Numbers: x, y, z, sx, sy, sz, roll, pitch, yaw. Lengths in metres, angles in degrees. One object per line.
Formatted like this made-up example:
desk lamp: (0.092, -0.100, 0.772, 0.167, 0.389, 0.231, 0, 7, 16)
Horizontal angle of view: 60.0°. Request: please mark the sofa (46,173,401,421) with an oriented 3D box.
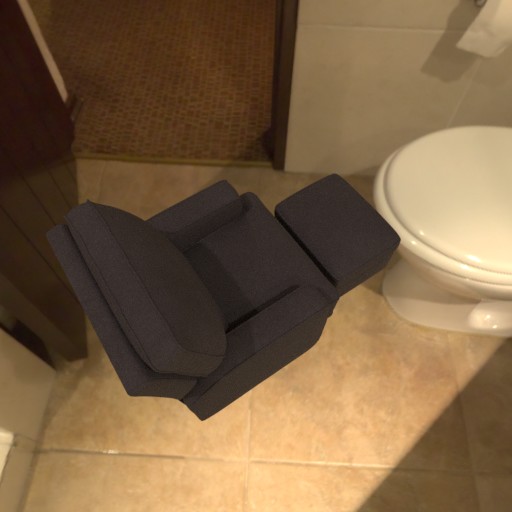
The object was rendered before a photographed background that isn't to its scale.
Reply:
sofa: (0.000, 0.000, 2.068, 1.472, 0.959, 0.861, -30, 64, -16)
